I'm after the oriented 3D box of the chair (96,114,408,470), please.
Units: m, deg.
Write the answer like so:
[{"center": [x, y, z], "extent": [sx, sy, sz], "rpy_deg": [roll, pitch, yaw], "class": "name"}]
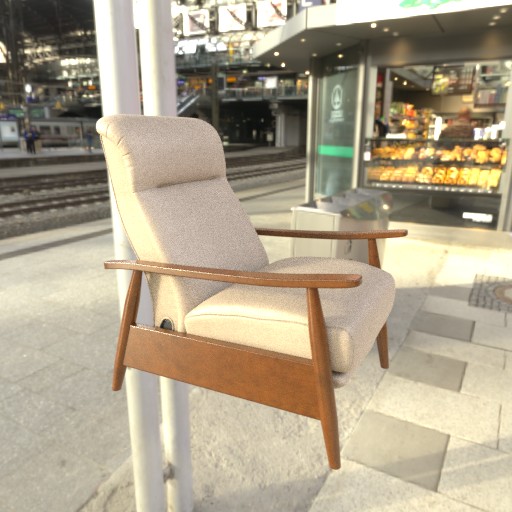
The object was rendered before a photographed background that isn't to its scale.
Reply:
[{"center": [0.000, 0.000, 1.768], "extent": [1.030, 1.082, 0.762], "rpy_deg": [8, 17, 27], "class": "chair"}]
